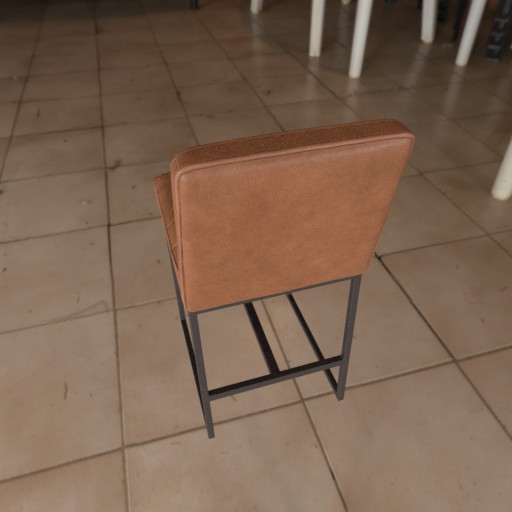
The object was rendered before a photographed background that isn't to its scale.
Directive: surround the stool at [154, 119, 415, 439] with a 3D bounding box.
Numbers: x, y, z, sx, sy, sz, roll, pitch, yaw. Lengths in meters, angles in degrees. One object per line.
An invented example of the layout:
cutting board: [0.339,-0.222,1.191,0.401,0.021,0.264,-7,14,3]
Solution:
stool: [0.000,0.000,1.218,0.458,0.940,0.556,-12,43,-13]
